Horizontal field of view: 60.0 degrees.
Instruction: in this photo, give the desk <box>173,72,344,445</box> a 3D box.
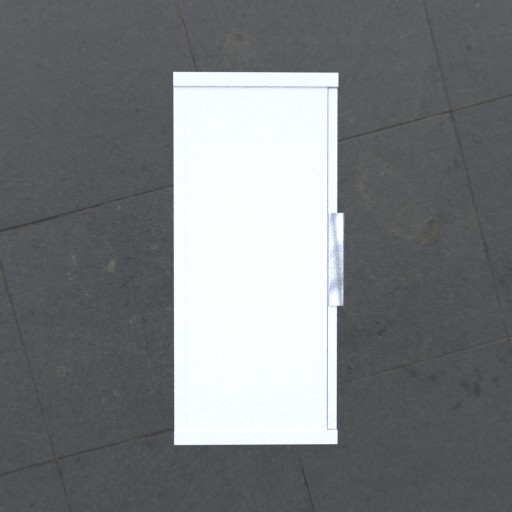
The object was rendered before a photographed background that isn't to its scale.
[{"bbox_3d":[0.000,0.000,1.607,0.390,1.190,0.850,0,91,-1],"label":"desk"}]
